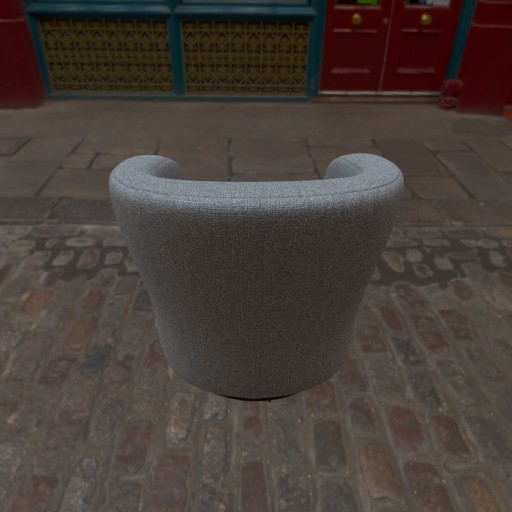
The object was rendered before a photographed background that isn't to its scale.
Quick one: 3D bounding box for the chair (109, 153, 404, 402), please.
[{"bbox_3d":[0.000,0.000,1.400,0.791,0.771,0.815,-1,33,-1],"label":"chair"}]
